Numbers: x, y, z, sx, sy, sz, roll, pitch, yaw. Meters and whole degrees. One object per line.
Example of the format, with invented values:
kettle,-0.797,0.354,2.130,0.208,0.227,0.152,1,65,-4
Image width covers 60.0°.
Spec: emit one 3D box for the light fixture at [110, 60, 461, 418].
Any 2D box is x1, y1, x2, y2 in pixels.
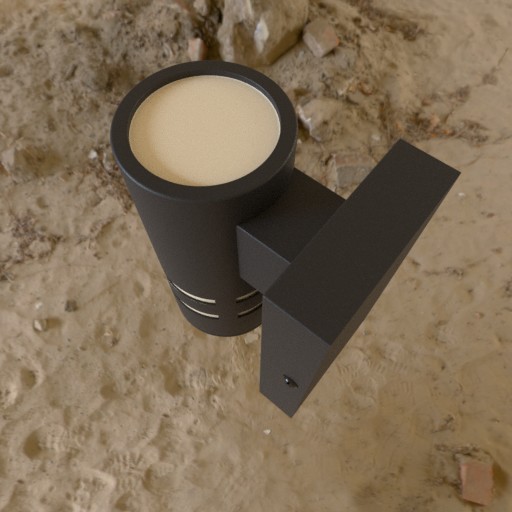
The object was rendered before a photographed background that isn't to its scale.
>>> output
light fixture,0.000,0.000,0.261,0.138,0.179,0.098,36,68,17
